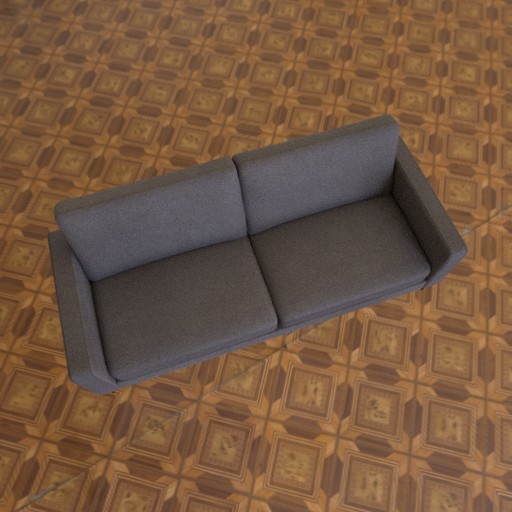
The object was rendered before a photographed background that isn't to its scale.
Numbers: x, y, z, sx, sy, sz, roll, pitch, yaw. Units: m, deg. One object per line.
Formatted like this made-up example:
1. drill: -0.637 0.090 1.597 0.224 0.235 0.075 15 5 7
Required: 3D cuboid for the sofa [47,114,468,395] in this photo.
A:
1. sofa: 0.000 0.000 2.296 1.925 0.828 0.774 -17 66 -8
